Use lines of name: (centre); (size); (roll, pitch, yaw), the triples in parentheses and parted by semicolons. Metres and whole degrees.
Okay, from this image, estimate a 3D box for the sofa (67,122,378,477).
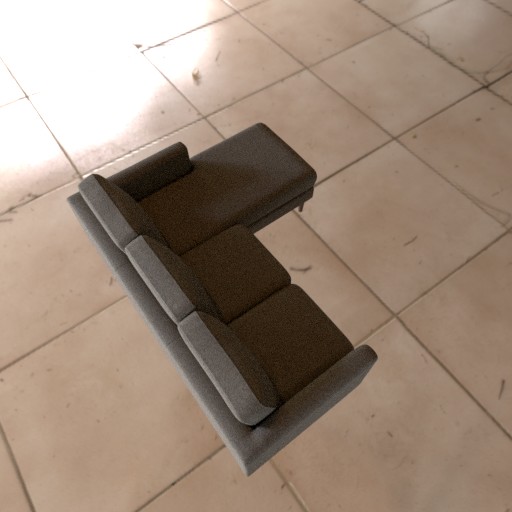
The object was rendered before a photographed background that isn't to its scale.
sofa: (0.000, 0.000, 2.989); (1.667, 0.957, 2.055); (-33, 64, -18)
